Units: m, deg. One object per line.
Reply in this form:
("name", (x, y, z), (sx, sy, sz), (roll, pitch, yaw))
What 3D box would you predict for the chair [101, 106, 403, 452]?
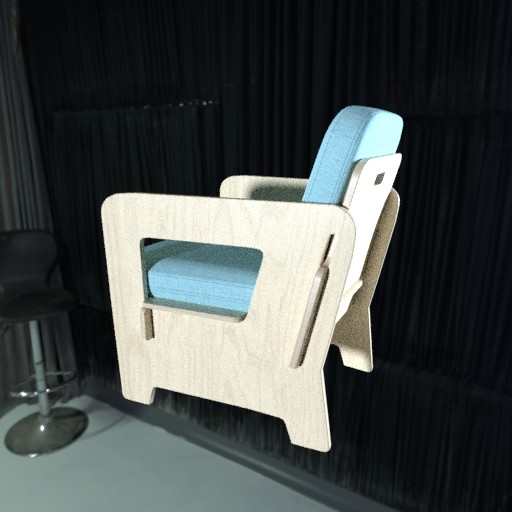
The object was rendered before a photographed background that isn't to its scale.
("chair", (0.000, 0.000, 1.283), (0.710, 0.800, 0.590), (8, 17, 27))
